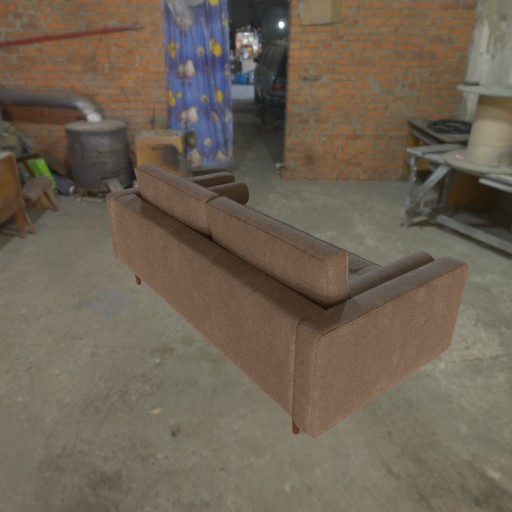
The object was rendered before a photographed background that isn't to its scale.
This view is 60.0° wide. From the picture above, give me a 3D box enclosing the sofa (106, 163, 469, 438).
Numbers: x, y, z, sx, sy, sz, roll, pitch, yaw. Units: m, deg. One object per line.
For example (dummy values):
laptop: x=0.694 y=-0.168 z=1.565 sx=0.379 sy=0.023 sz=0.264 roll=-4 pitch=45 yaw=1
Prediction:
sofa: x=0.000 y=0.000 z=2.362 sx=0.920 sy=0.769 sz=1.883 roll=-18 pitch=31 yaw=-33
